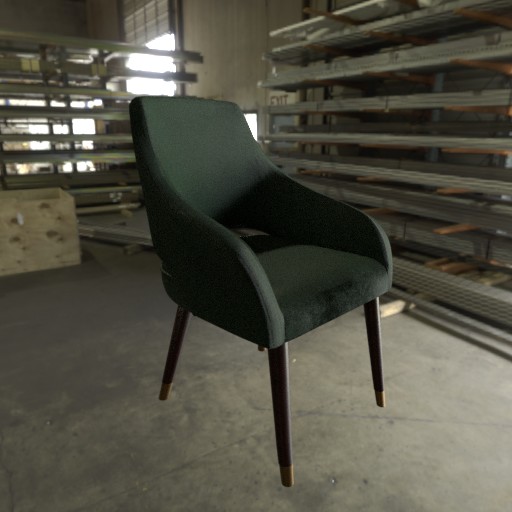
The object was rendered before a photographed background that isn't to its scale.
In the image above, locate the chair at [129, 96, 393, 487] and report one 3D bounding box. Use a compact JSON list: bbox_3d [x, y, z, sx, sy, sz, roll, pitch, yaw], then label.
[{"bbox_3d":[0.000,0.000,1.545,0.794,1.081,0.683,15,21,42],"label":"chair"}]
